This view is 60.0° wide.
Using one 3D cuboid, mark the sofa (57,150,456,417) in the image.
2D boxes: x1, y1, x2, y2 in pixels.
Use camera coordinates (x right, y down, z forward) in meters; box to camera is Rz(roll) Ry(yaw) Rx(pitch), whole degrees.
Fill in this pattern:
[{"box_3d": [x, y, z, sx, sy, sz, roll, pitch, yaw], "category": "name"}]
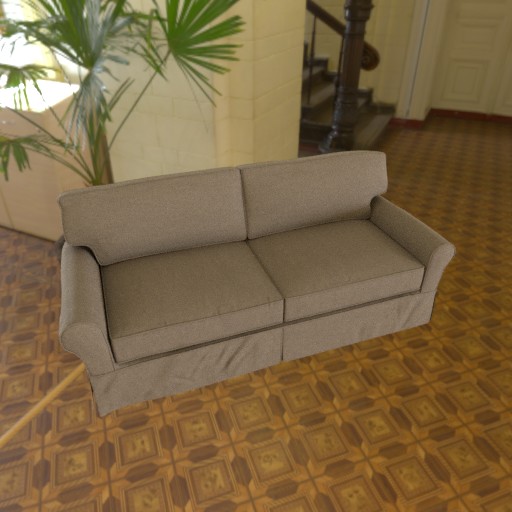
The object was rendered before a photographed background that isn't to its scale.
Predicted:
[{"box_3d": [0.000, 0.000, 2.734, 2.248, 0.943, 0.991, -11, 34, -17], "category": "sofa"}]
